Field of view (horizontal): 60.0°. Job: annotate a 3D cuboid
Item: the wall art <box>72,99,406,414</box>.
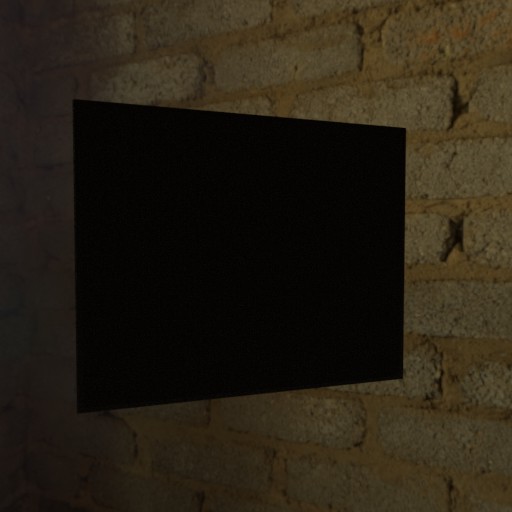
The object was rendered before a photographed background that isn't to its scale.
[{"bbox_3d":[0.000,0.000,0.739,0.559,0.458,0.029,-1,2,-17],"label":"wall art"}]
